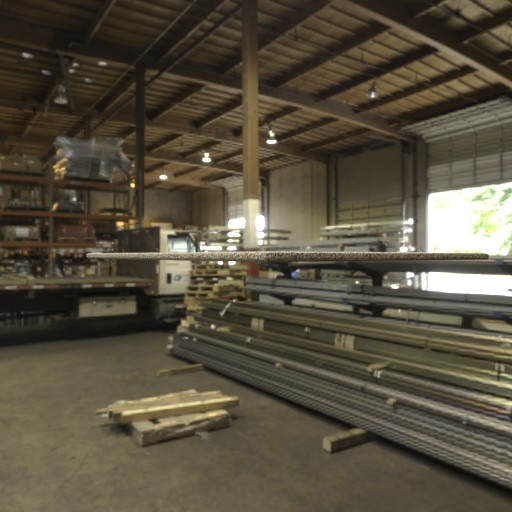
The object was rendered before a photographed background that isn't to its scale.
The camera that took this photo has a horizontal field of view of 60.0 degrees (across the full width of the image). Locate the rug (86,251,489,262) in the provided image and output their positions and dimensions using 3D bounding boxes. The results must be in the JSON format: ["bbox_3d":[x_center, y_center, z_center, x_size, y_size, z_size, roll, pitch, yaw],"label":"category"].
[{"bbox_3d":[0.000,0.000,2.280,1.219,0.030,1.778,0,0,-36],"label":"rug"}]
